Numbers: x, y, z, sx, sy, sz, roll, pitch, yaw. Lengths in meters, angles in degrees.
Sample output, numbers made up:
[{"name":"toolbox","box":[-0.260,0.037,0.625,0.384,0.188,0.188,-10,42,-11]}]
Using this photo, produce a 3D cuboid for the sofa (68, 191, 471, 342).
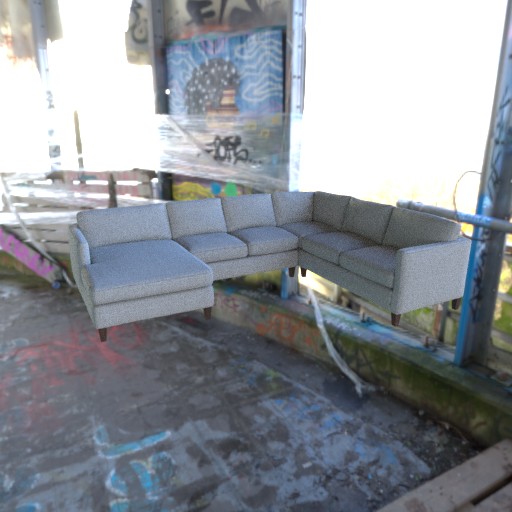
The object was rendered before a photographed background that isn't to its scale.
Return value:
[{"name":"sofa","box":[0.000,0.000,4.695,3.460,0.959,2.593,-9,19,-26]}]
